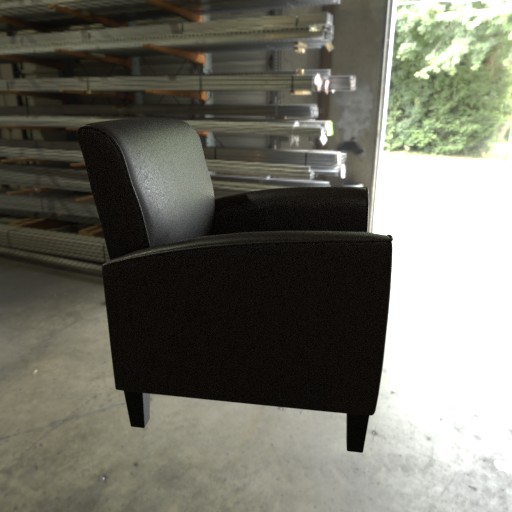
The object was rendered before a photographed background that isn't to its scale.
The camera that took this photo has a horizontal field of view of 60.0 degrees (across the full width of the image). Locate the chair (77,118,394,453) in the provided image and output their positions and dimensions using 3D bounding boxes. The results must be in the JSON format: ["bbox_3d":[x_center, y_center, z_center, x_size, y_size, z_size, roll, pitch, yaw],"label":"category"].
[{"bbox_3d":[0.000,0.000,1.543,0.819,0.916,0.820,3,18,9],"label":"chair"}]
